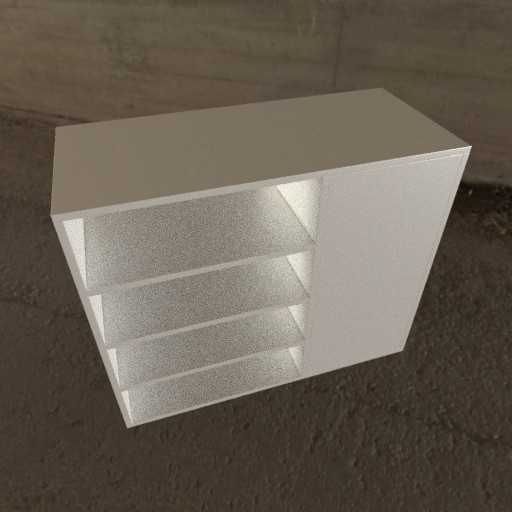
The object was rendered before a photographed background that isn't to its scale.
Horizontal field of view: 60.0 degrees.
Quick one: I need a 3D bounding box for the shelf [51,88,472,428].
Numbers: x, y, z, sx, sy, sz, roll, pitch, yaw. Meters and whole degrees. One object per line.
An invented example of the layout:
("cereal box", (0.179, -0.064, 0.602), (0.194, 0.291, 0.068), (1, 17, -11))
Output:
("shelf", (0.000, 0.000, 1.273), (0.895, 0.732, 0.396), (-12, 41, -14))
